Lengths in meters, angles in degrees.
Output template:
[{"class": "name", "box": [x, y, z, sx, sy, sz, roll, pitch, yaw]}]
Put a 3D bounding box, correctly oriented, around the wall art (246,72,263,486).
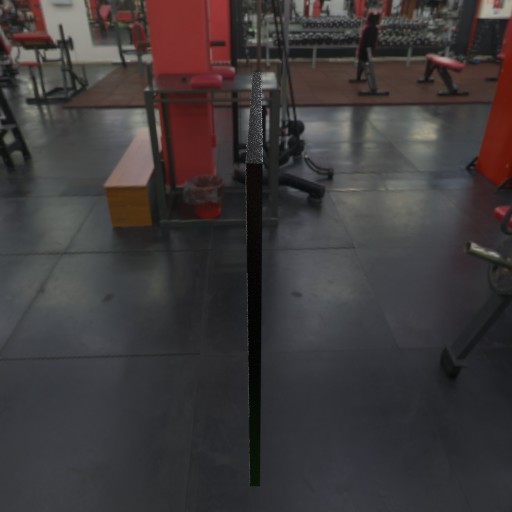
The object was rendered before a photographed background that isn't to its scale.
[{"class": "wall art", "box": [0.000, 0.000, 0.663, 0.014, 0.445, 0.446, 0, 31, 0]}]
